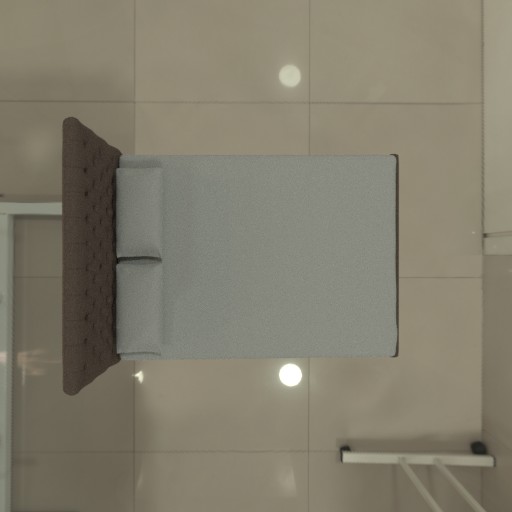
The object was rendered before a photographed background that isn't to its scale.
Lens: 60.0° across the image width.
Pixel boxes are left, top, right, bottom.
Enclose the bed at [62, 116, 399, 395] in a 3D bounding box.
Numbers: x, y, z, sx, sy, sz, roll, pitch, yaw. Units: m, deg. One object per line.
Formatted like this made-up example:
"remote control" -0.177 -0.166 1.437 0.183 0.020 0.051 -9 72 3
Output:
"bed" 0.000 0.000 3.381 2.387 1.427 1.698 0 90 -1
